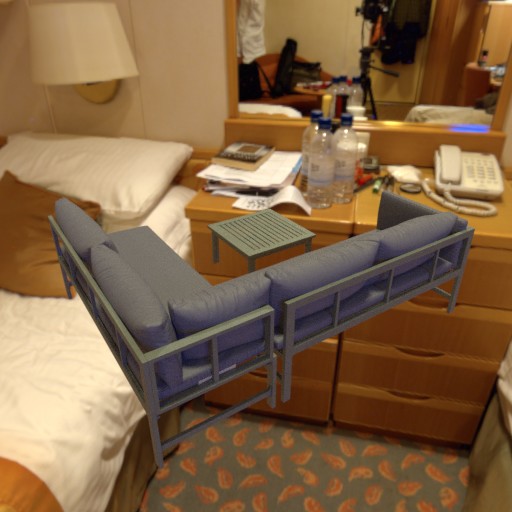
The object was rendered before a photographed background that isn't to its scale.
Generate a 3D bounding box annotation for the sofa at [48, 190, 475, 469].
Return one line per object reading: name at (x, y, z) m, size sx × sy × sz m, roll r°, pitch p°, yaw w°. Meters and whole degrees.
sofa at (0.000, 0.000, 2.921) m, size 2.149 × 0.762 × 1.658 m, roll -18°, pitch 34°, yaw -29°
